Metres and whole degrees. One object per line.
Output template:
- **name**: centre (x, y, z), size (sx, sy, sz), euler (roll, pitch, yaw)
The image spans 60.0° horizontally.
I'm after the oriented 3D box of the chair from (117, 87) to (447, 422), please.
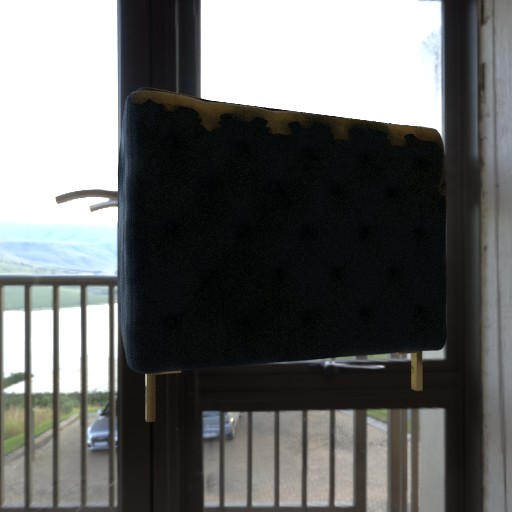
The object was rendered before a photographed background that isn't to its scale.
- **chair**: centre (0.000, 0.000, 1.490), size (0.877, 0.771, 0.868), euler (0, 0, -19)
